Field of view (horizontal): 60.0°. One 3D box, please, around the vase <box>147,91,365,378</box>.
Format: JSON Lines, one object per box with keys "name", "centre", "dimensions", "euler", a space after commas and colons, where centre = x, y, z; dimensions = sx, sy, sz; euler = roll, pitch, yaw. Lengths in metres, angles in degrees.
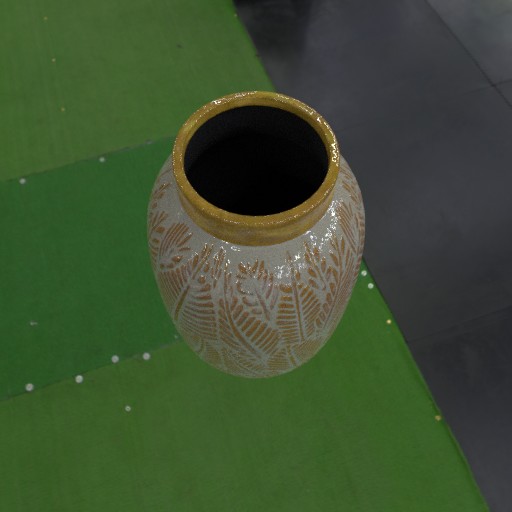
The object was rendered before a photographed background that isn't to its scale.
{"name": "vase", "centre": [0.000, 0.000, 0.373], "dimensions": [0.172, 0.270, 0.172], "euler": [0, 64, 0]}
